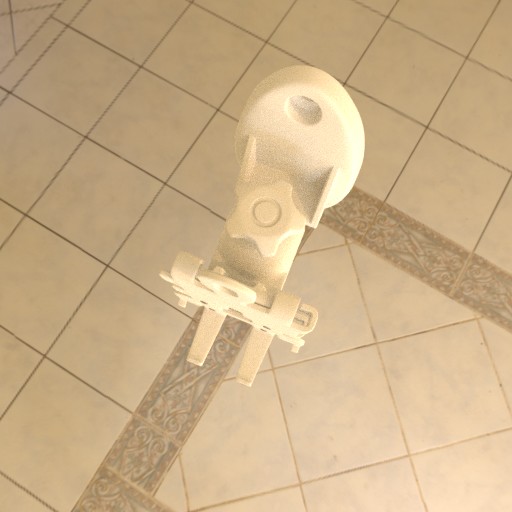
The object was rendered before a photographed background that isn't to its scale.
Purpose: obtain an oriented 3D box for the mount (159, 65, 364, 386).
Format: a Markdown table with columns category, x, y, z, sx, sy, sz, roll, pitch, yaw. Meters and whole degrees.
| category | x | y | z | sx | sy | sz | roll | pitch | yaw |
| --- | --- | --- | --- | --- | --- | --- | --- | --- | --- |
| mount | 0.000 | 0.000 | 0.177 | 0.066 | 0.118 | 0.100 | 21 | 77 | 5 |
